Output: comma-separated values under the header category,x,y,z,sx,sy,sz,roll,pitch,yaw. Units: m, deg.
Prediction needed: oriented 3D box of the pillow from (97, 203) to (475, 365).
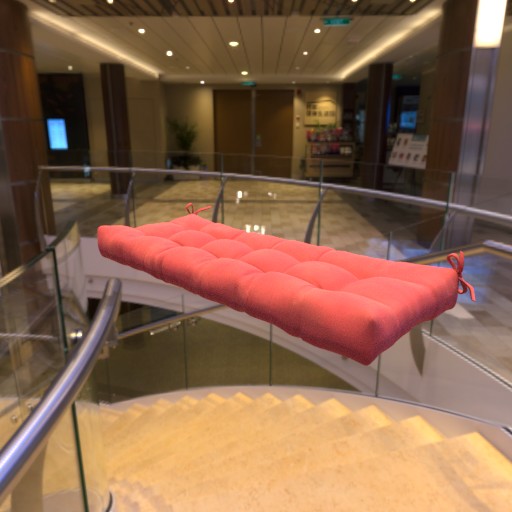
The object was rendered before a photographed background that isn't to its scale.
category,x,y,z,sx,sy,sz,roll,pitch,yaw
pillow,0.000,0.000,1.375,0.511,0.174,1.194,-15,22,-43
